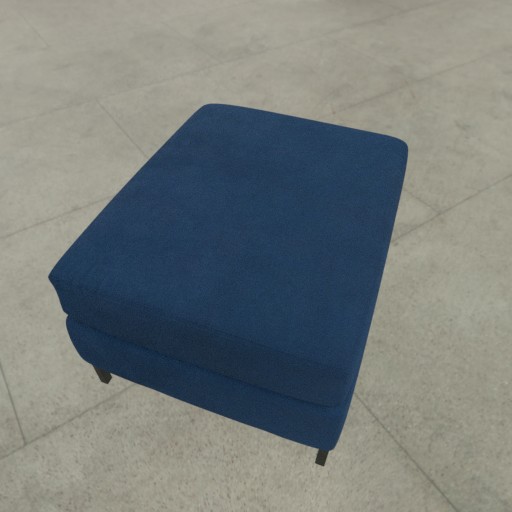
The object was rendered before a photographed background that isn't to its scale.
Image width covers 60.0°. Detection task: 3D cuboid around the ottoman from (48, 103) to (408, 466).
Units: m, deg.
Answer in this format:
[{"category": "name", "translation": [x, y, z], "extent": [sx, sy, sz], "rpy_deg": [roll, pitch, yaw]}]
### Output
[{"category": "ottoman", "translation": [0.000, 0.000, 1.179], "extent": [0.655, 0.485, 0.794], "rpy_deg": [15, 49, 14]}]
